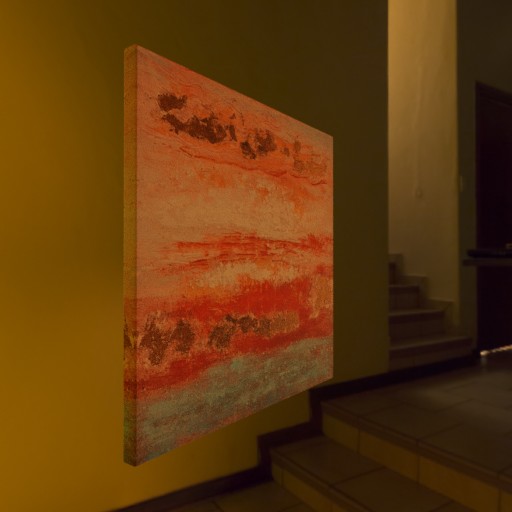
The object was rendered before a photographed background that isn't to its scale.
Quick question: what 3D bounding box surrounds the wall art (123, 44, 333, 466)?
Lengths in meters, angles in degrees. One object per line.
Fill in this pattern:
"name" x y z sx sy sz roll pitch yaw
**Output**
"wall art" 0.000 0.000 1.086 0.035 0.747 0.747 0 -1 37
